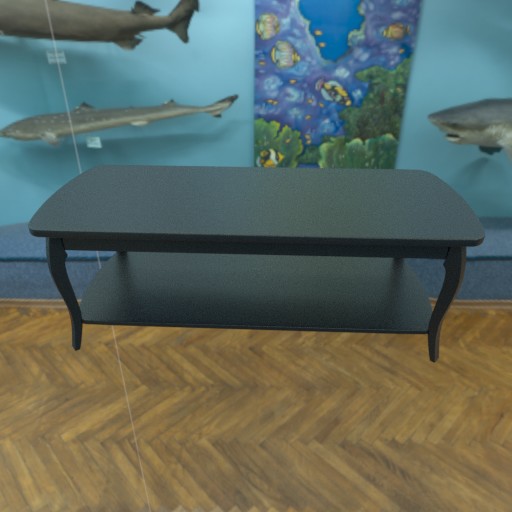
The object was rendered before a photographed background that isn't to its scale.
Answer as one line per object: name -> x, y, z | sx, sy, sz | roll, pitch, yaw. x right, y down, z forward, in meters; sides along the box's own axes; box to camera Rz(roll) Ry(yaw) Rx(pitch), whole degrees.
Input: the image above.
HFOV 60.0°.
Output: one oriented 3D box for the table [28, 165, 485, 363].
table -> 0.000, 0.000, 1.557 | 1.333, 0.457, 0.571 | 1, 30, 2
